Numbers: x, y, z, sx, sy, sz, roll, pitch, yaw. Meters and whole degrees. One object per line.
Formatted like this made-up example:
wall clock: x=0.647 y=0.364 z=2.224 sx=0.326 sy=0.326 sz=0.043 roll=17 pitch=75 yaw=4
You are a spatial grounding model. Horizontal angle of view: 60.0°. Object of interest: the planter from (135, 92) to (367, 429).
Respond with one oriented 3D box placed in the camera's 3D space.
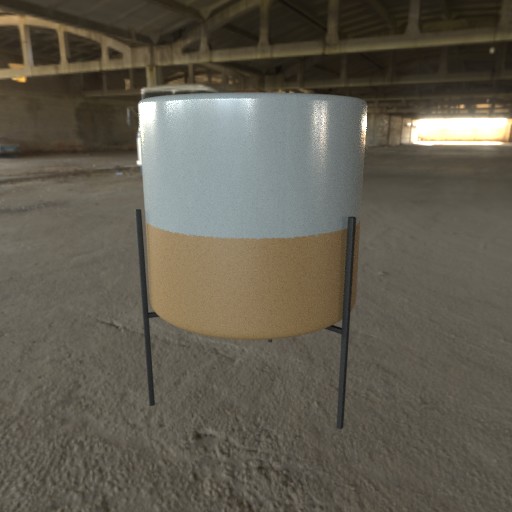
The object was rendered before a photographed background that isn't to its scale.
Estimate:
planter: x=0.000 y=0.000 z=0.656 sx=0.310 sy=0.432 sz=0.310 roll=8 pitch=17 yaw=25
